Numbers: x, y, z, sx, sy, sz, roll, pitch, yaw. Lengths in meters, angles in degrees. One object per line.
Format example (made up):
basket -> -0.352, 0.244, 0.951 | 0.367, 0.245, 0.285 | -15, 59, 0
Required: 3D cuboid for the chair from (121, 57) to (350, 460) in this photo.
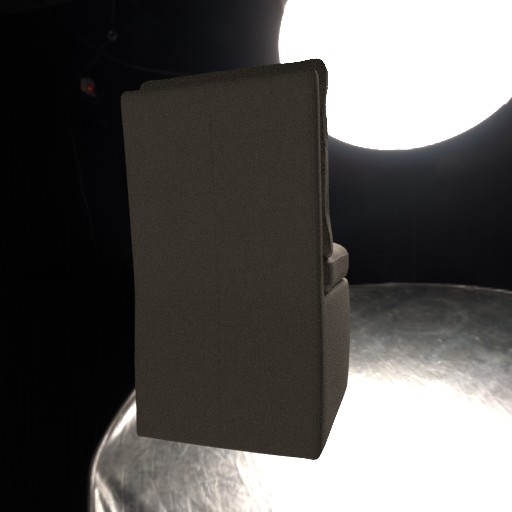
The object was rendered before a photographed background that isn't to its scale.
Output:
chair -> 0.000, 0.000, 1.320 | 0.503, 0.927, 0.698 | 0, 0, 17
